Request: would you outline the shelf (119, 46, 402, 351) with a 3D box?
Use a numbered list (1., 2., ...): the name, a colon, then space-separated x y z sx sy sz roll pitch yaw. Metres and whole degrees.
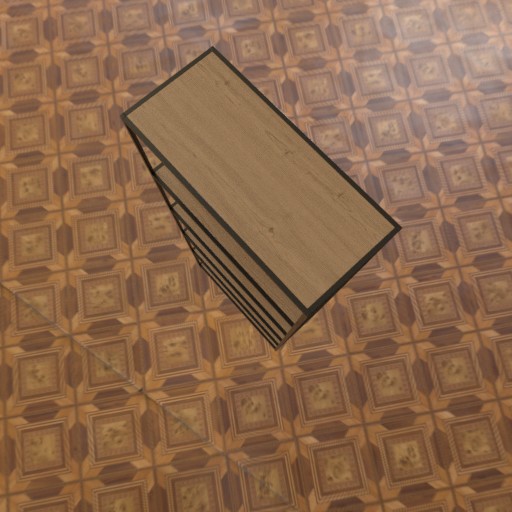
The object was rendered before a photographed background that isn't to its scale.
1. shelf: 0.000 0.000 2.109 0.350 1.850 0.770 -41 79 -10
